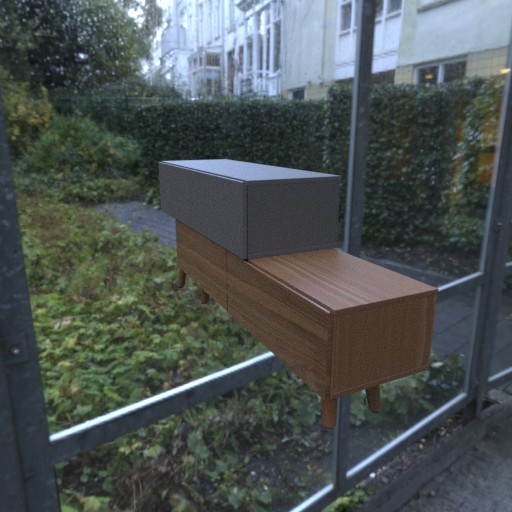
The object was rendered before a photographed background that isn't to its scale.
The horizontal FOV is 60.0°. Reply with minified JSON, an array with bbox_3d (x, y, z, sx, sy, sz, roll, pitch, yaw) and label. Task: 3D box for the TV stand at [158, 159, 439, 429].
[{"bbox_3d":[0.000,0.000,1.570,0.329,0.591,1.336,-8,17,-25],"label":"TV stand"}]
